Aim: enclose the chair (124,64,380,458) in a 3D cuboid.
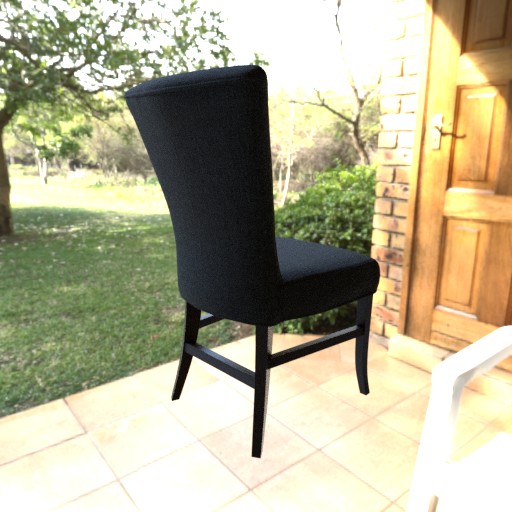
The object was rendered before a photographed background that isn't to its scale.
[{"bbox_3d":[0.000,0.000,1.363,0.660,0.991,0.520,-13,19,-43],"label":"chair"}]
